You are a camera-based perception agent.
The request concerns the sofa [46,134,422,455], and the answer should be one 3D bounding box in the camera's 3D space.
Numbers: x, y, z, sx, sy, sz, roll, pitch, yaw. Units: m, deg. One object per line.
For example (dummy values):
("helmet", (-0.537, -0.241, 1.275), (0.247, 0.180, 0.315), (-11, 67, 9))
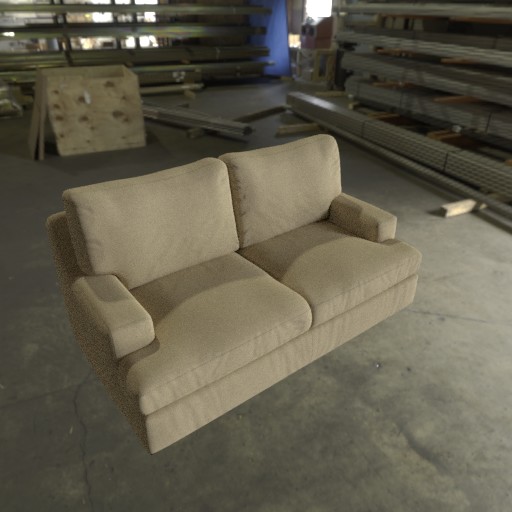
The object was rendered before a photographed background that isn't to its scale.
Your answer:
("sofa", (0.000, 0.000, 2.447), (1.885, 0.967, 0.962), (-21, 36, -32))
